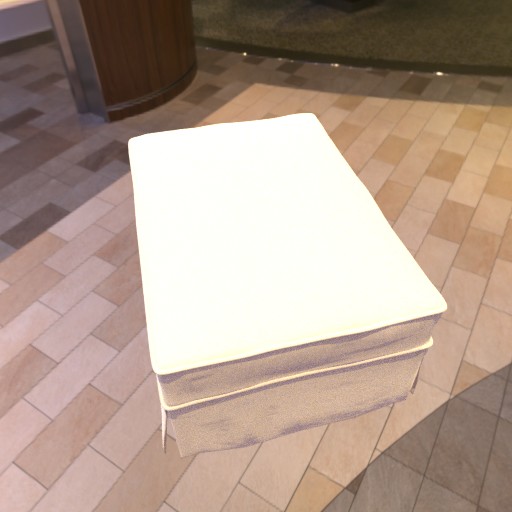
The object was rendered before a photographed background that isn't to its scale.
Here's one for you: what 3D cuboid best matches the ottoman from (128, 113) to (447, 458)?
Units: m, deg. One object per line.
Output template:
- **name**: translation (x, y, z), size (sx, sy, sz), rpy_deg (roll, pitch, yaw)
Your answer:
- **ottoman**: translation (0.000, 0.000, 1.338), size (0.703, 0.479, 0.944), rpy_deg (-10, 46, -10)
